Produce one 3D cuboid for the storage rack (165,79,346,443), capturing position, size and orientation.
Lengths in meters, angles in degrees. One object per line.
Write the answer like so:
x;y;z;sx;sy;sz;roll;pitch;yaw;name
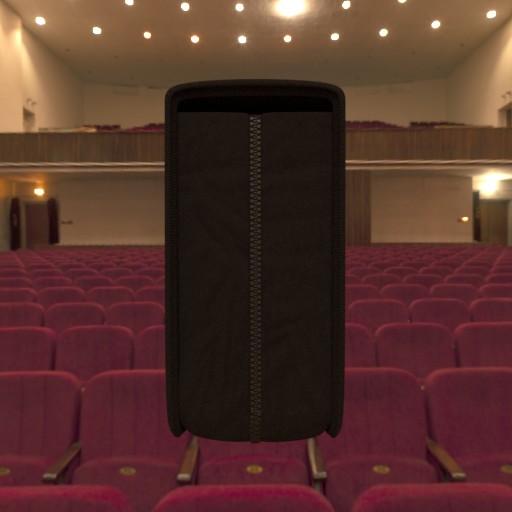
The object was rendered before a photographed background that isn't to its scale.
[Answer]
0.000;0.000;0.547;0.168;0.387;0.297;0;1;0;storage rack
